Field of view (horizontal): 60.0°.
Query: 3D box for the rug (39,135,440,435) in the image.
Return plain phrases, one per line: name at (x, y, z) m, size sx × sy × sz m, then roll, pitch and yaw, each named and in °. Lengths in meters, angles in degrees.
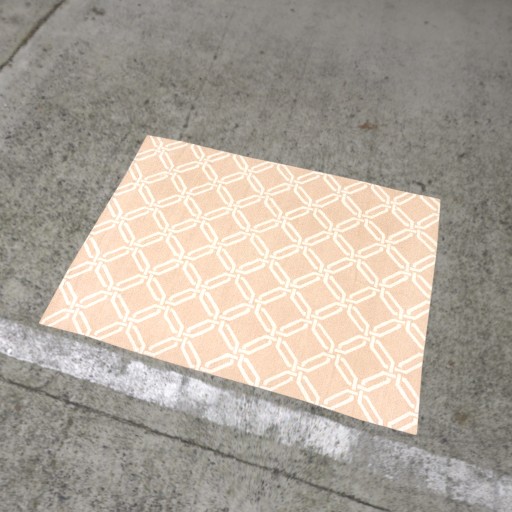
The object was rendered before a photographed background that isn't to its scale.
rug at (0.000, 0.000, 4.311) m, size 3.365 × 0.020 × 2.452 m, roll 14°, pitch 60°, yaw 8°
